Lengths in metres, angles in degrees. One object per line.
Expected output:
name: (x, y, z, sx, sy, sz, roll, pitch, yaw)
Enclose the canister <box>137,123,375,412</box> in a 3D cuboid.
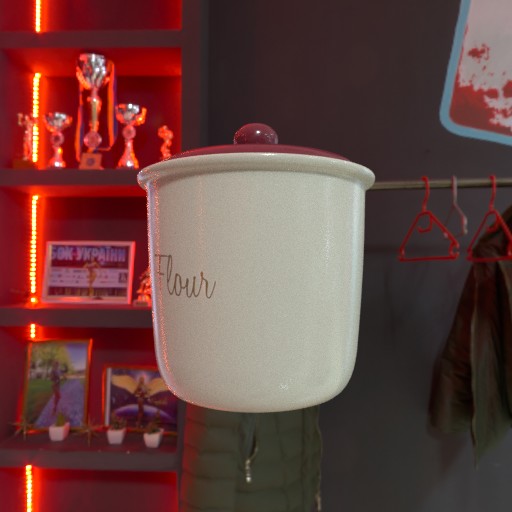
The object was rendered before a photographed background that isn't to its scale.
canister: (0.000, 0.000, 0.350, 0.182, 0.208, 0.182, 0, -1, 0)
